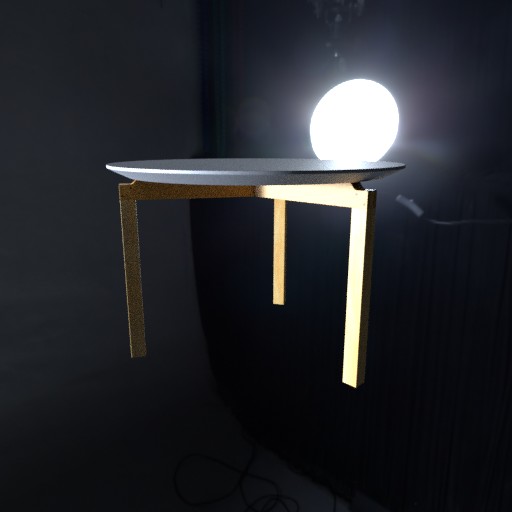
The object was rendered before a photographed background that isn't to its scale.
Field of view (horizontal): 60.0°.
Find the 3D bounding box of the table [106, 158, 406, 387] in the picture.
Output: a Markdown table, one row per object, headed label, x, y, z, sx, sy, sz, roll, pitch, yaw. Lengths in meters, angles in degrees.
| label | x | y | z | sx | sy | sz | roll | pitch | yaw |
| --- | --- | --- | --- | --- | --- | --- | --- | --- | --- |
| table | 0.000 | 0.000 | 0.983 | 0.600 | 0.405 | 0.600 | 0 | 14 | 0 |
